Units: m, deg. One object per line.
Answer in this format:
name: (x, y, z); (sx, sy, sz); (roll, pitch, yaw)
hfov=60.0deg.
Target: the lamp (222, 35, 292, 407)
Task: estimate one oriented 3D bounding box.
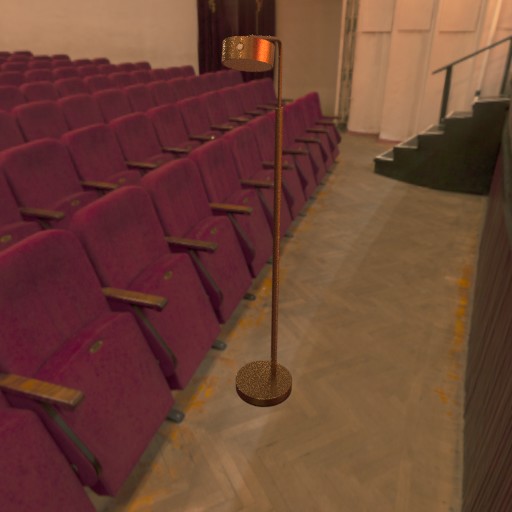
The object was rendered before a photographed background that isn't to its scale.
lamp: (0.000, 0.000, 1.383); (0.219, 1.230, 0.418); (8, 27, 16)
